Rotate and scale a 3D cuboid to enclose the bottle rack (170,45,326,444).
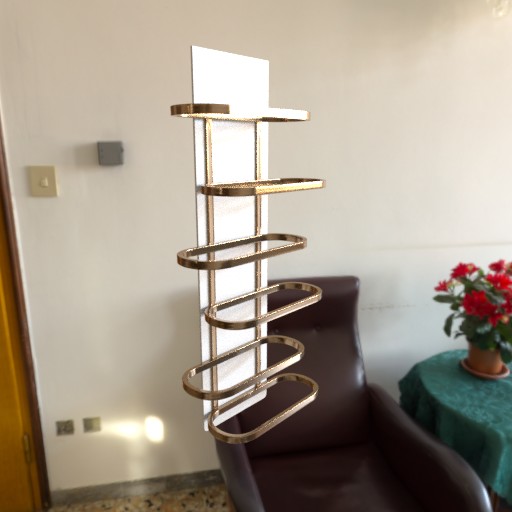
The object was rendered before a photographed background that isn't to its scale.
[{"bbox_3d":[0.000,0.000,0.822,0.118,0.709,0.332,13,19,42],"label":"bottle rack"}]
